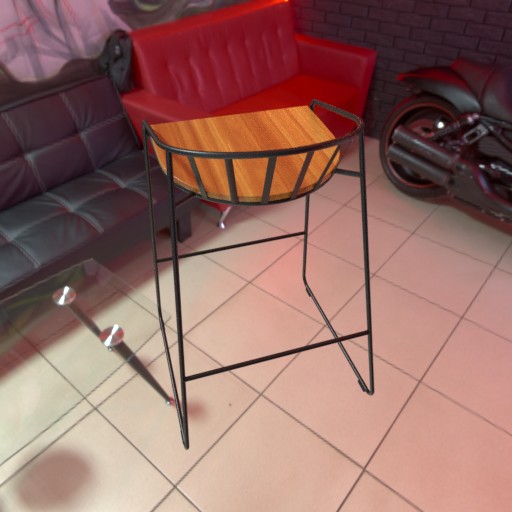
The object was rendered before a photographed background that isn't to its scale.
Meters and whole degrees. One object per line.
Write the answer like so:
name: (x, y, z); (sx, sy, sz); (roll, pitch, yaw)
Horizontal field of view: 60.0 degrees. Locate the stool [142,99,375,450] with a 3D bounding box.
stool: (0.000, 0.000, 1.142); (0.546, 0.812, 0.521); (-11, 41, -13)
